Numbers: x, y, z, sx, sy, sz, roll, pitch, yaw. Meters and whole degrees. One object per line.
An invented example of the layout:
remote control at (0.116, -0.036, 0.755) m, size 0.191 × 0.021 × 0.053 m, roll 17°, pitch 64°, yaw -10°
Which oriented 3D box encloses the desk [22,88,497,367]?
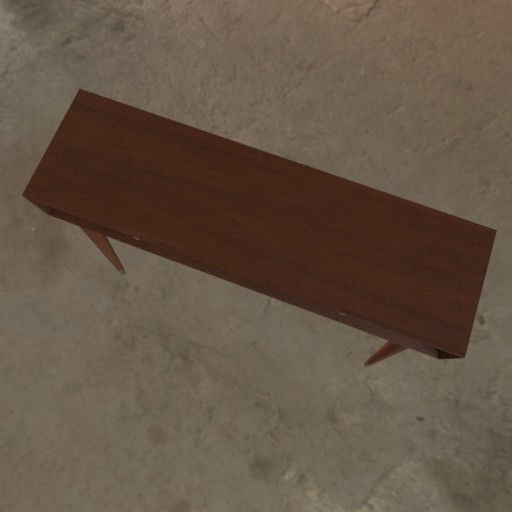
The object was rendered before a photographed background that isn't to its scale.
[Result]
desk at (0.000, 0.000, 1.604) m, size 1.204 × 0.917 × 0.384 m, roll 20°, pitch 77°, yaw 5°
